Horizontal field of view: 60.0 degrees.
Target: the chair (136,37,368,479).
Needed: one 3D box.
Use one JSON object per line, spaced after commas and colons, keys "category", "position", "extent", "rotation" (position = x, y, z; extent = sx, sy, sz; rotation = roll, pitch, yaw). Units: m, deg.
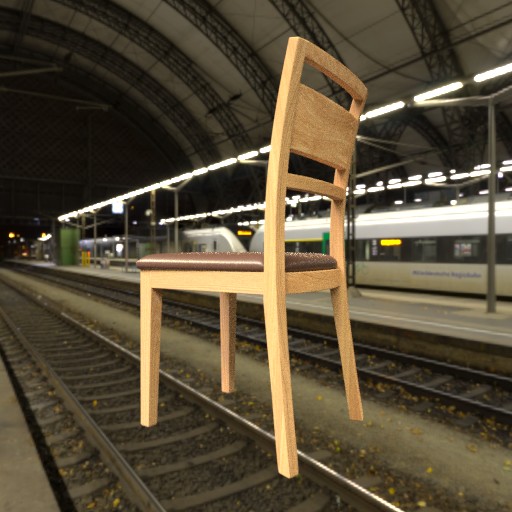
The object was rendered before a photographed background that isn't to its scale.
{"category": "chair", "position": [0.000, 0.000, 1.238], "extent": [0.545, 0.940, 0.420], "rotation": [0, 1, 35]}
